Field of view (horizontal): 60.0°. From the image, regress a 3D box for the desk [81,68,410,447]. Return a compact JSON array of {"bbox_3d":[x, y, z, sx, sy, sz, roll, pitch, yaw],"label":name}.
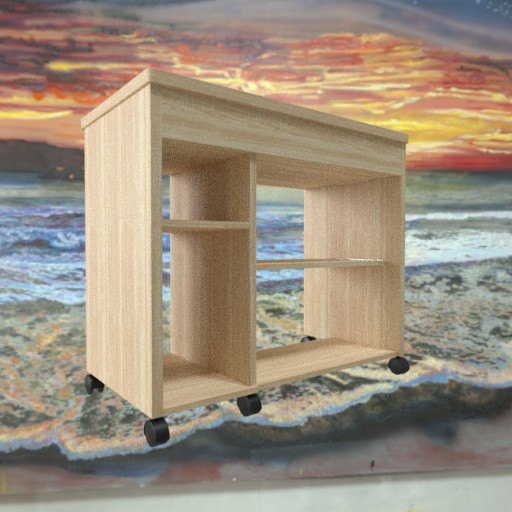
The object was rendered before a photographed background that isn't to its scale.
[{"bbox_3d":[0.000,0.000,1.335,0.884,0.770,0.480,-1,2,-37],"label":"desk"}]
